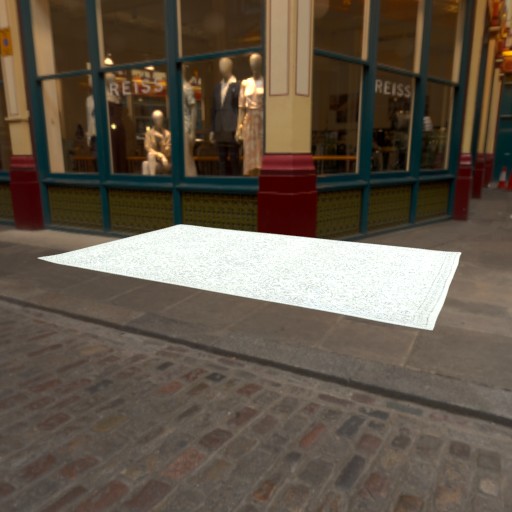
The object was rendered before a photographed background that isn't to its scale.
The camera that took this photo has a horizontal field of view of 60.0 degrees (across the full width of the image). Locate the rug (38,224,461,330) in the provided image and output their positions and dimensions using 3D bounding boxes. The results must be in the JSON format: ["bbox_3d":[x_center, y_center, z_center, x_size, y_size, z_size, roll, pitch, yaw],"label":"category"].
[{"bbox_3d":[0.000,0.000,2.984,2.434,0.023,1.518,7,16,27],"label":"rug"}]
